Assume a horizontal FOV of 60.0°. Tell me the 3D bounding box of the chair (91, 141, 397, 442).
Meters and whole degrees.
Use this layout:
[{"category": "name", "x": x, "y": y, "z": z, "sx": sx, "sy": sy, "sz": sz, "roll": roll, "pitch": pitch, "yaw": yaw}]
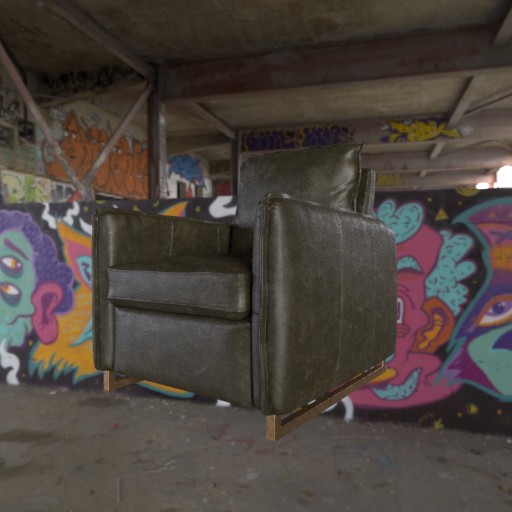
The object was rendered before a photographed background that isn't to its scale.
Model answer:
[{"category": "chair", "x": 0.000, "y": 0.000, "z": 1.646, "sx": 0.830, "sy": 0.921, "sz": 0.921, "roll": 1, "pitch": 1, "yaw": 36}]
